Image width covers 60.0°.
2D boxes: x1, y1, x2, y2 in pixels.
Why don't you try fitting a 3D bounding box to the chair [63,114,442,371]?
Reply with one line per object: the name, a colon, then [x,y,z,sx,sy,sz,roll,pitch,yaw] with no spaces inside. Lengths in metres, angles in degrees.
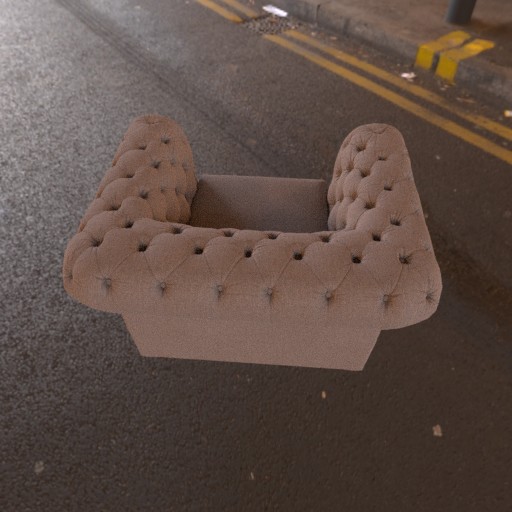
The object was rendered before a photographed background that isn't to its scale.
chair: [0.000,0.000,1.882,1.270,0.770,0.976,3,46,3]
